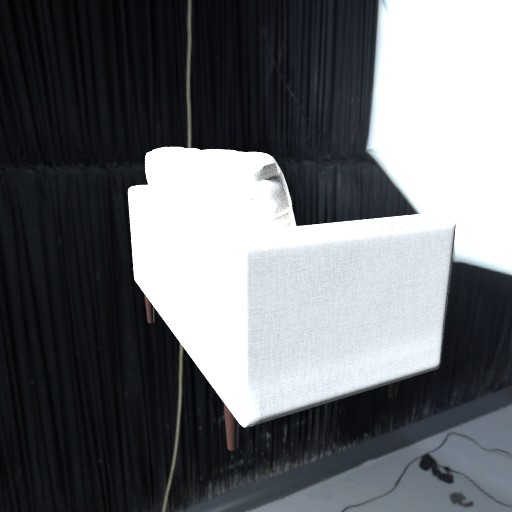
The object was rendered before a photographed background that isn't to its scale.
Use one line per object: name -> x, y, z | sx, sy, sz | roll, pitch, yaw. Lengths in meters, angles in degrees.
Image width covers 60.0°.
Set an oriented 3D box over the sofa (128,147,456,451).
sofa -> 0.000, 0.000, 1.917 | 0.796, 0.908, 1.430 | -7, 17, -25
